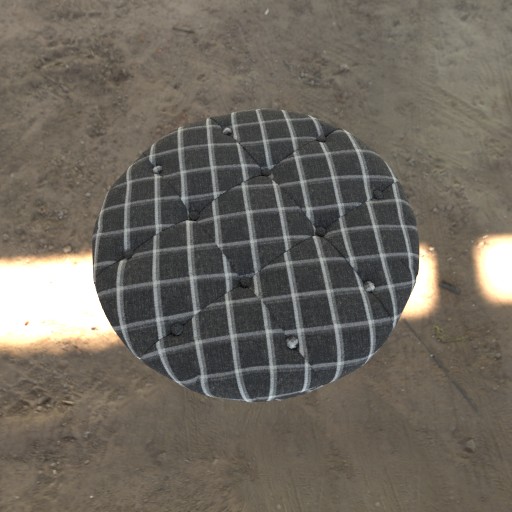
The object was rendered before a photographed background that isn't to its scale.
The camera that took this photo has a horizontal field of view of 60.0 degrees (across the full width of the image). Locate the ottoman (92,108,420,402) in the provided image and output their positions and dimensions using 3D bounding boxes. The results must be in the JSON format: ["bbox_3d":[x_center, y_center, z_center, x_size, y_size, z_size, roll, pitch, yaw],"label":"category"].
[{"bbox_3d":[0.000,0.000,1.357,0.901,0.439,0.901,0,64,0],"label":"ottoman"}]
